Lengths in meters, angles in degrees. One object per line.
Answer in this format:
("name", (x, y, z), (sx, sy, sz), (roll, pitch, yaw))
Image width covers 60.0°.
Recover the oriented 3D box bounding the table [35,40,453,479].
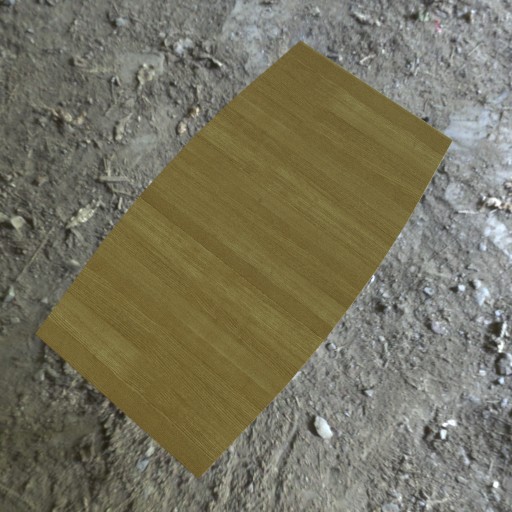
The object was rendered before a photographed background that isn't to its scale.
("table", (0.000, 0.000, 2.058), (0.900, 0.748, 1.598), (37, 79, 9))
